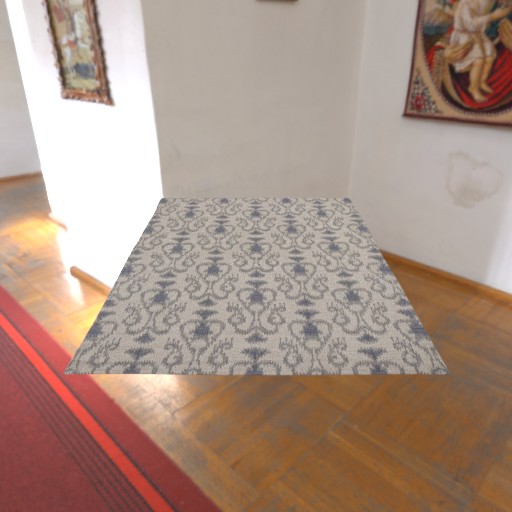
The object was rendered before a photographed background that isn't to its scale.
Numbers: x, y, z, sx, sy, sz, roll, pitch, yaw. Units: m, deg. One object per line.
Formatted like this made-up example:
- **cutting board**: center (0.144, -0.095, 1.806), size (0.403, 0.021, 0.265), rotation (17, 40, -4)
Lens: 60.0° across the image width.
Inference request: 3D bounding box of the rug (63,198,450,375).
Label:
- **rug**: center (0.000, 0.000, 2.915), size (1.676, 0.013, 2.261), rotation (0, 27, 0)
